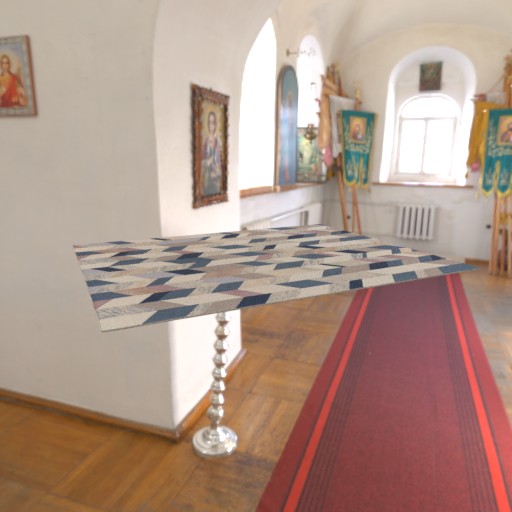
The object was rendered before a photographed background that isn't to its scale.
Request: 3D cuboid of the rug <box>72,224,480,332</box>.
[{"bbox_3d":[0.000,0.000,4.181,3.072,0.011,2.451,-7,15,-25],"label":"rug"}]
